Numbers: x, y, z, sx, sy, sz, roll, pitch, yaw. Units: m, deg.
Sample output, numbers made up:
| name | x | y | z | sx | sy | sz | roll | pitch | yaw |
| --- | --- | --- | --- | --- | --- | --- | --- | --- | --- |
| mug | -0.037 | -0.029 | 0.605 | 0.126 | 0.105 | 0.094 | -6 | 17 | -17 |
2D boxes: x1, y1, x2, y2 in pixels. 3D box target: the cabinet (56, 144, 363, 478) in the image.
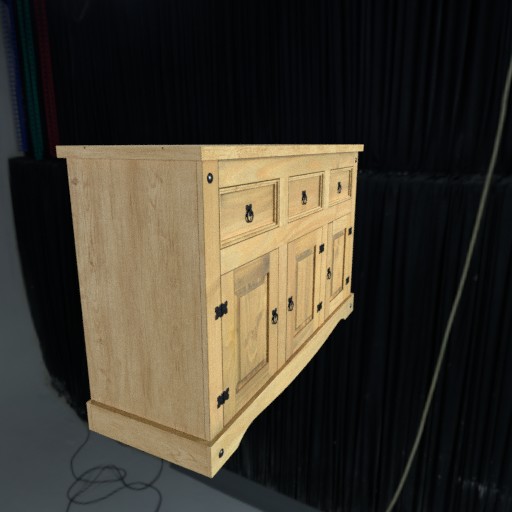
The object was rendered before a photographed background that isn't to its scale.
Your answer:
| name | x | y | z | sx | sy | sz | roll | pitch | yaw |
| --- | --- | --- | --- | --- | --- | --- | --- | --- | --- |
| cabinet | 0.000 | 0.000 | 1.669 | 0.432 | 0.810 | 1.321 | 7 | 16 | 26 |
